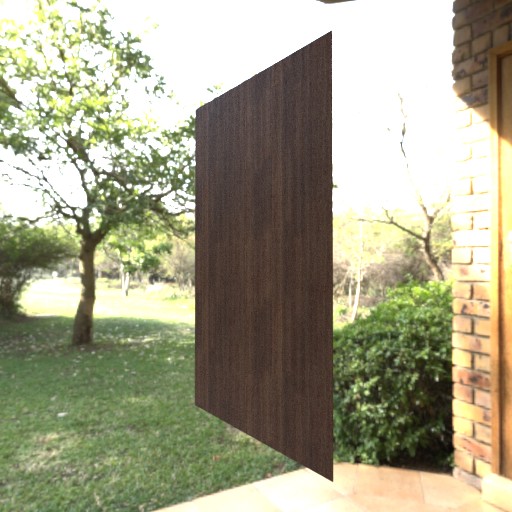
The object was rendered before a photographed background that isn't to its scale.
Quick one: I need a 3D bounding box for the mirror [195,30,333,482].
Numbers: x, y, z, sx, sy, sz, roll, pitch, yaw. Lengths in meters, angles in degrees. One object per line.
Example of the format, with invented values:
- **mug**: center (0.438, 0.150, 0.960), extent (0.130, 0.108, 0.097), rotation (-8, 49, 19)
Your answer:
- **mirror**: center (0.000, 0.000, 1.265), extent (0.047, 1.010, 0.651), rotation (0, -1, -36)
